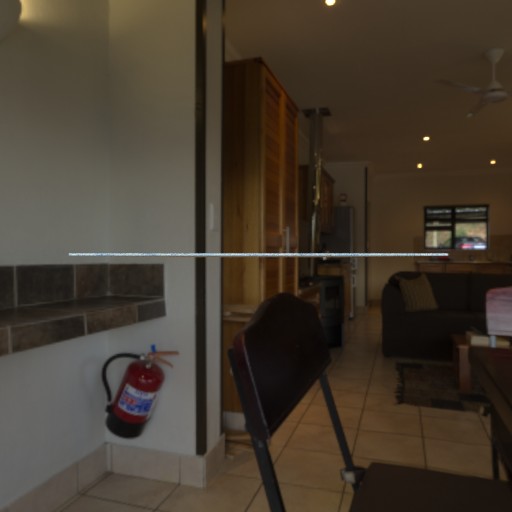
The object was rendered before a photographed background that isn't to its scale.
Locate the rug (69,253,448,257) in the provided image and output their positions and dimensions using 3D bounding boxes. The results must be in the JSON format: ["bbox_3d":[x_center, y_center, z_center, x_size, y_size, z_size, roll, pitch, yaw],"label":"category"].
[{"bbox_3d":[0.000,0.000,2.209,1.142,0.006,1.752,0,0,-1],"label":"rug"}]
